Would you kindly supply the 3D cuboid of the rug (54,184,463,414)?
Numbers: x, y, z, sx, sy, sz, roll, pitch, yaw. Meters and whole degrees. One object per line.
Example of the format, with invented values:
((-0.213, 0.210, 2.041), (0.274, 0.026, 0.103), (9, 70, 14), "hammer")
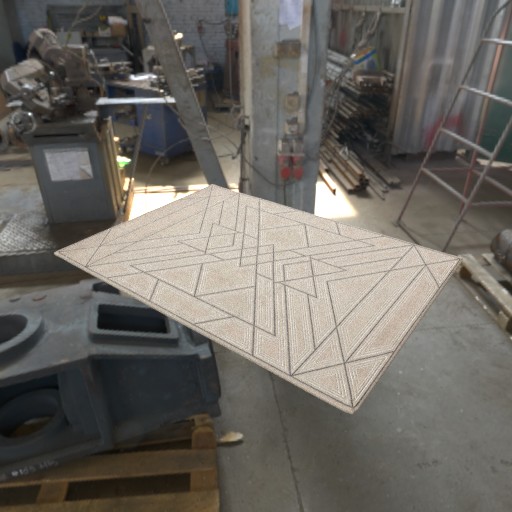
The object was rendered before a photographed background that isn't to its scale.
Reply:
((0.000, 0.000, 4.489), (3.381, 0.026, 2.436), (21, 36, 32), "rug")
